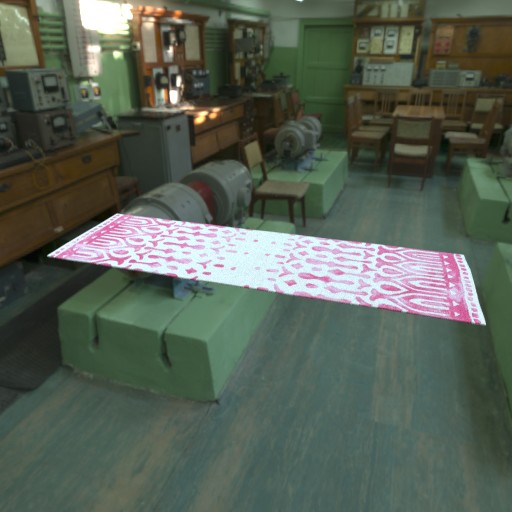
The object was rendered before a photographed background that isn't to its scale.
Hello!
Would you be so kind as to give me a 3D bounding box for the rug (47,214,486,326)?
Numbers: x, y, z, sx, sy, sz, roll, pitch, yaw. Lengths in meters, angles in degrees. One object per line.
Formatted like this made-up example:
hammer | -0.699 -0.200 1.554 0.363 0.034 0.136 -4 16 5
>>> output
rug | 0.000 0.000 2.702 2.458 0.011 0.787 8 27 16
